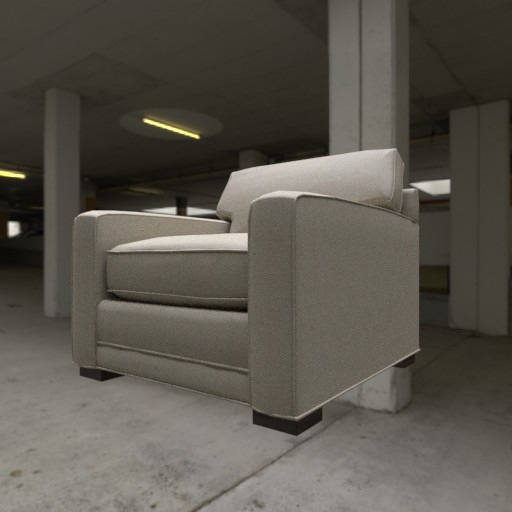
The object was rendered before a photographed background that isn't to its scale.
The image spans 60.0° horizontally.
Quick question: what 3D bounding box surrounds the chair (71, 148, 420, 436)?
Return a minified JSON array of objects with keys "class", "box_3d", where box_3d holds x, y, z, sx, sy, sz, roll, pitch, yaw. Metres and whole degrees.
[{"class":"chair","box_3d":[0.000,0.000,1.788,0.998,0.913,1.043,0,0,36]}]
